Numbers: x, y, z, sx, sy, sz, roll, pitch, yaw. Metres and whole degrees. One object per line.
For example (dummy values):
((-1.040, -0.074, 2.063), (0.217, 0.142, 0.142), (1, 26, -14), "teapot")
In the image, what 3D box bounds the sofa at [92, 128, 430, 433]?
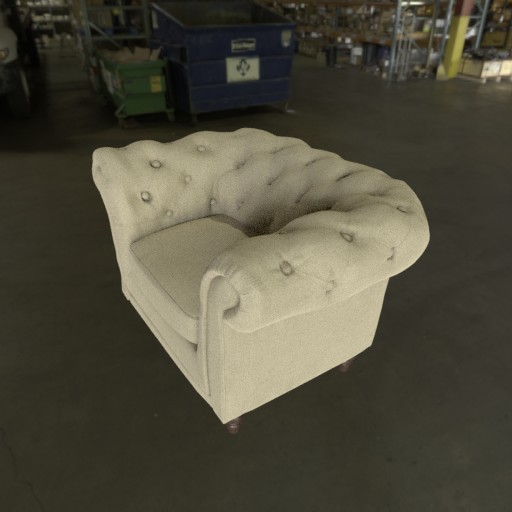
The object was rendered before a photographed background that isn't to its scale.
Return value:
((0.000, 0.000, 2.025), (1.034, 0.878, 1.405), (-19, 36, -29), "sofa")
